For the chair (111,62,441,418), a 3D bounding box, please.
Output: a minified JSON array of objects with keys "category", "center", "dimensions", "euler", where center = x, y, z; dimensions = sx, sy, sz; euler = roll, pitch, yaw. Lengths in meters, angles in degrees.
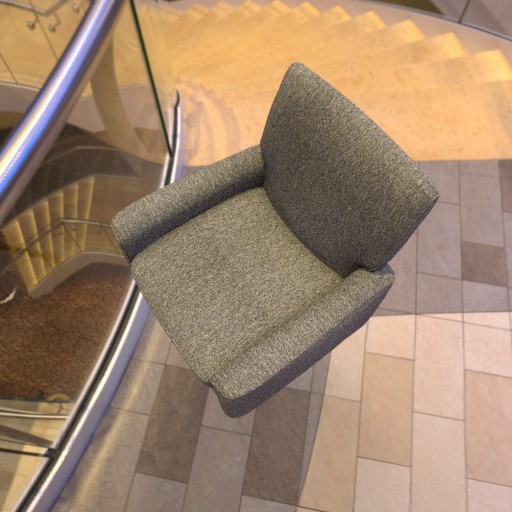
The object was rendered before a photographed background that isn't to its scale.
[{"category":"chair","center":[0.000,0.000,1.691],"dimensions":[0.864,1.014,0.848],"euler":[-33,68,-15]}]
